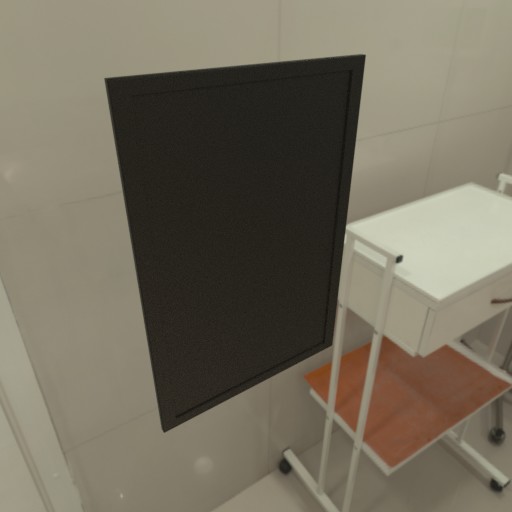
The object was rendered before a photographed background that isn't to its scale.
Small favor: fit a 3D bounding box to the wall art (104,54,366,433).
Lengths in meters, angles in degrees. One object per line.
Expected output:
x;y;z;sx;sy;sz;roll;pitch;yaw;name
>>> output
0.000;0.000;0.826;0.451;0.661;0.012;-19;36;-29;wall art
